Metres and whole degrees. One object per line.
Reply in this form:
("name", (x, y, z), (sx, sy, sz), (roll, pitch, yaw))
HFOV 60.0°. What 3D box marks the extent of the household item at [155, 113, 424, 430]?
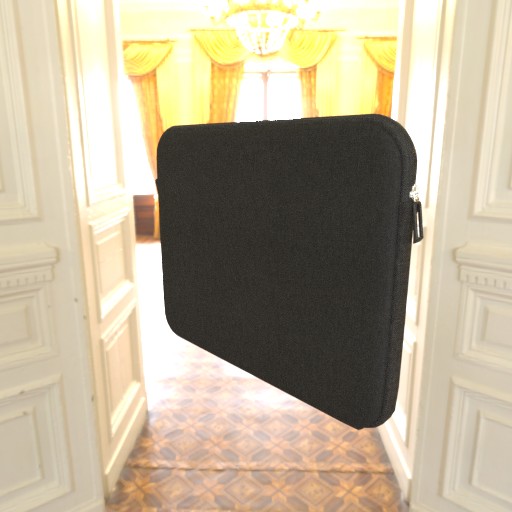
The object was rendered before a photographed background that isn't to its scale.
("household item", (0.000, 0.000, 0.521), (0.030, 0.305, 0.396), (-13, 19, -42))
